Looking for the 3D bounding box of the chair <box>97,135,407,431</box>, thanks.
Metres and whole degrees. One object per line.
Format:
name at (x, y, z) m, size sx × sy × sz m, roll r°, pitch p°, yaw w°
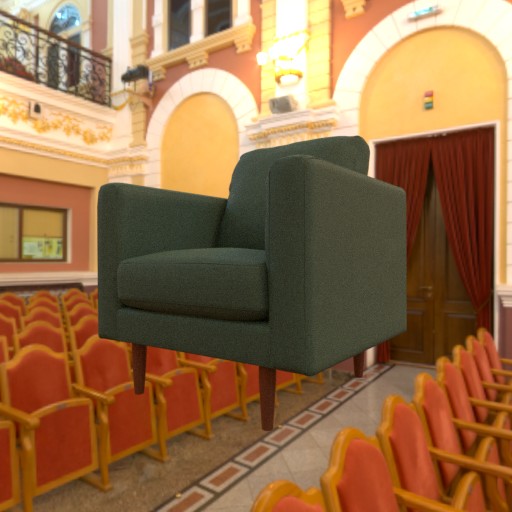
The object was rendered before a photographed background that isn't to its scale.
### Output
chair at (0.000, 0.000, 1.595) m, size 0.855 × 0.927 × 0.800 m, roll 0°, pitch 0°, yaw 36°
